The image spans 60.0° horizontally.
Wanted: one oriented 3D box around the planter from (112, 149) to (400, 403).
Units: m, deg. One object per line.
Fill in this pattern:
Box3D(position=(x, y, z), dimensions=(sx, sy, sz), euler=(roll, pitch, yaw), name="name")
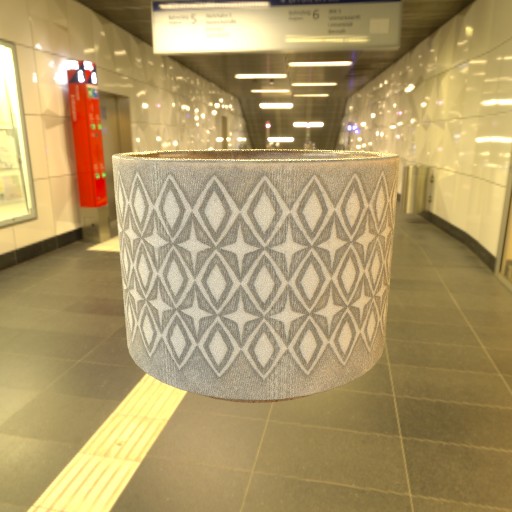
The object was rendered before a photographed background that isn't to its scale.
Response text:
Box3D(position=(0.000, 0.000, 0.319), dimensions=(0.186, 0.144, 0.186), euler=(0, 15, 0), name="planter")
